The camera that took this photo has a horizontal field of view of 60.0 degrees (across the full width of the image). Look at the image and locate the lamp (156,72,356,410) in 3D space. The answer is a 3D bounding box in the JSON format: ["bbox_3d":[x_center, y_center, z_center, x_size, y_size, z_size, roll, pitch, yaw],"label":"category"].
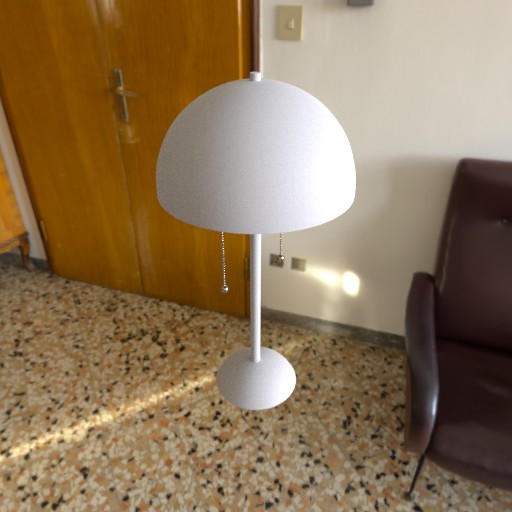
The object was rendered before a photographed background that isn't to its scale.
[{"bbox_3d":[0.000,0.000,0.427,0.171,0.330,0.171,0,32,0],"label":"lamp"}]
